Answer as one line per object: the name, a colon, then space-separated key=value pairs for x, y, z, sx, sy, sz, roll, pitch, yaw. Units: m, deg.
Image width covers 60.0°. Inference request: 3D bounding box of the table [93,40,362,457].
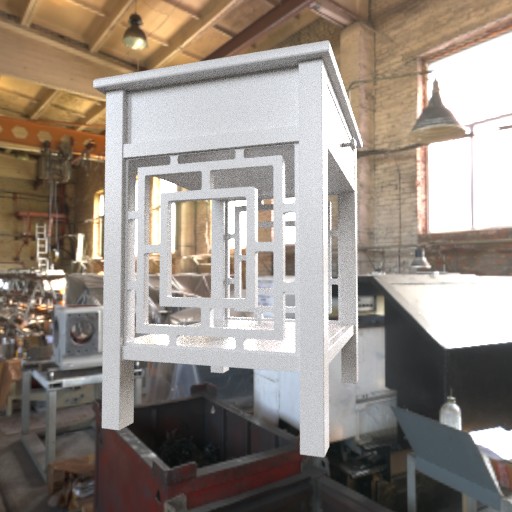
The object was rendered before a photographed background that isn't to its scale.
table: x=0.000 y=0.000 z=1.008 sx=0.451 sy=0.646 sz=0.564 roll=-1 pitch=-2 yaw=19
